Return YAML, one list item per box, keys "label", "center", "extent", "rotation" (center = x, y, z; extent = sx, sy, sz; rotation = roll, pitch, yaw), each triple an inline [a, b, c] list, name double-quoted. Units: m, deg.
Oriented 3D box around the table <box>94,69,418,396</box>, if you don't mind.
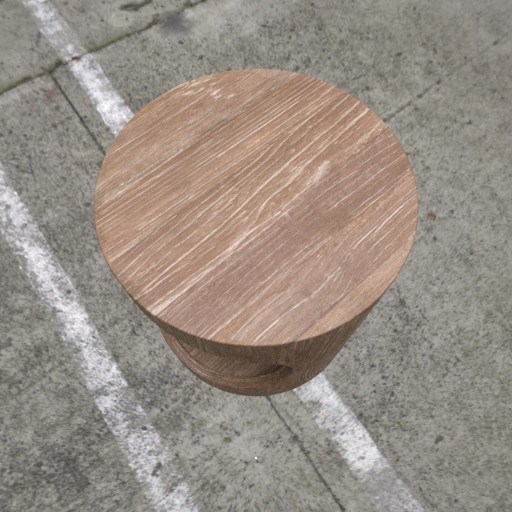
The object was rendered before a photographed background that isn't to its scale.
- label: "table"
  center: [0.000, 0.000, 0.976]
  extent: [0.527, 0.551, 0.527]
  rotation: [0, 65, 0]
